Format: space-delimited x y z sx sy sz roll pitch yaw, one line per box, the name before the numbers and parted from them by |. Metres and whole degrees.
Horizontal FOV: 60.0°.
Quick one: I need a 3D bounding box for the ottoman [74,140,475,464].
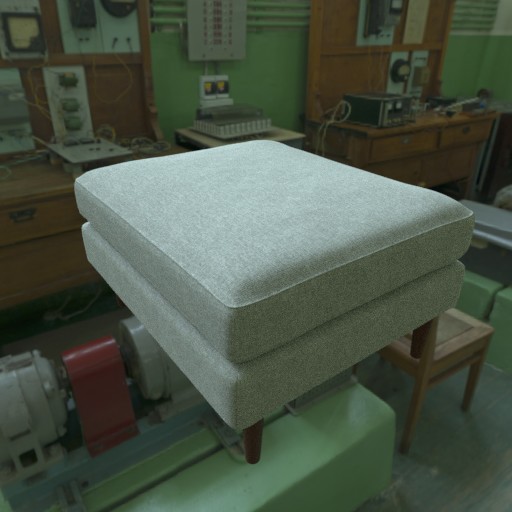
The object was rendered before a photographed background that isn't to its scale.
ottoman | 0.000 0.000 1.203 0.693 0.474 0.821 -19 33 -32
